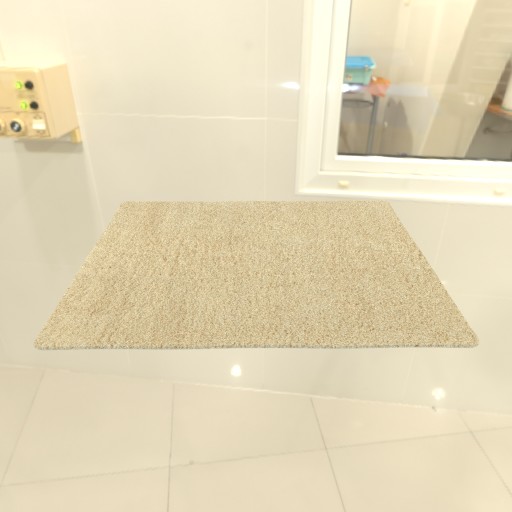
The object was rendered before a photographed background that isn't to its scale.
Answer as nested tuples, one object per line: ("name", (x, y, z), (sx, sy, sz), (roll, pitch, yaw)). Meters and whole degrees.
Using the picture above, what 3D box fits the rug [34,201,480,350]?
("rug", (0.000, 0.000, 3.968), (3.001, 0.025, 2.401), (0, 30, 0))
